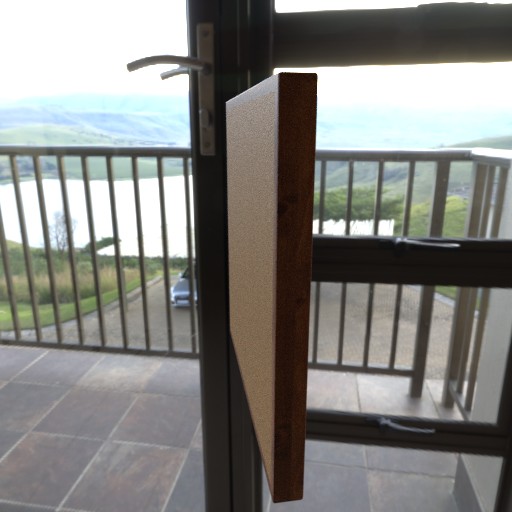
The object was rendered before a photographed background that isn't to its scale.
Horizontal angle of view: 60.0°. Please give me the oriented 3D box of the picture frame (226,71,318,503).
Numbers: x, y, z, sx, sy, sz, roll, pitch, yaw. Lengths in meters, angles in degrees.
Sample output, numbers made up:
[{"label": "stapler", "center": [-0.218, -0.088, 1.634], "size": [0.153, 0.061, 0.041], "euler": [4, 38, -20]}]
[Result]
[{"label": "picture frame", "center": [0.000, 0.000, 0.512], "size": [0.028, 0.356, 0.352], "euler": [-3, 16, -9]}]
